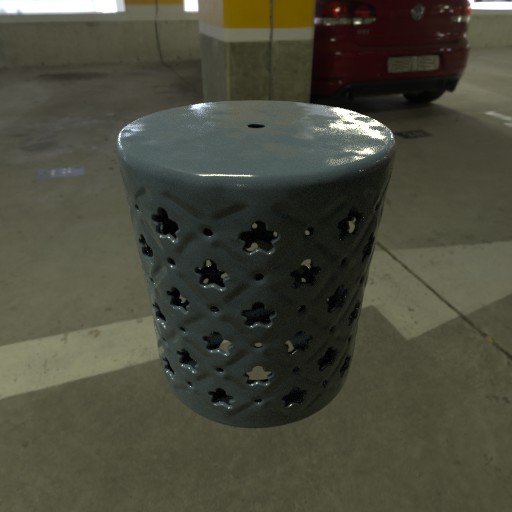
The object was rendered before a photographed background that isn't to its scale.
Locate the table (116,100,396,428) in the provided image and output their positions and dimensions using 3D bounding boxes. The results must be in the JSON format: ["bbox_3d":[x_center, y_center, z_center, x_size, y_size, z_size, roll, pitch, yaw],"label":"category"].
[{"bbox_3d":[0.000,0.000,0.663,0.352,0.387,0.352,0,31,0],"label":"table"}]
